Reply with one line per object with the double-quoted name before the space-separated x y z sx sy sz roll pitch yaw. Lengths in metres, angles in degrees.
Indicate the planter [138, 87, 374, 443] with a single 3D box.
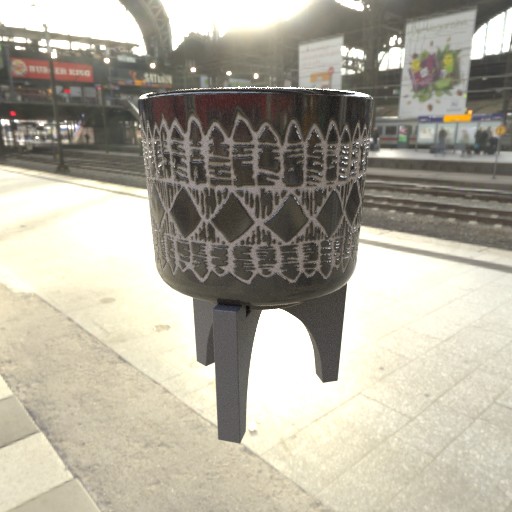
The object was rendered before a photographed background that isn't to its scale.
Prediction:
"planter" 0.000 0.000 0.530 0.251 0.355 0.251 -15 21 -43
